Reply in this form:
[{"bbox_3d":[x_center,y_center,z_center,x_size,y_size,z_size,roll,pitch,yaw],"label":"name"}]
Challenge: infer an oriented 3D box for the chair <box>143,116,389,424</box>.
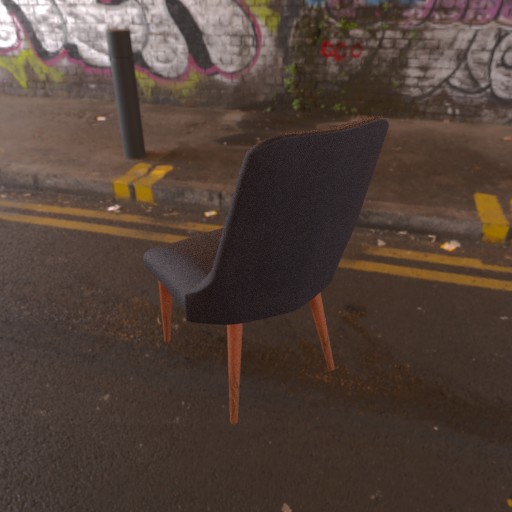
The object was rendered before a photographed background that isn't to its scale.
[{"bbox_3d":[0.000,0.000,1.221,0.504,0.820,0.567,-19,35,-29],"label":"chair"}]
